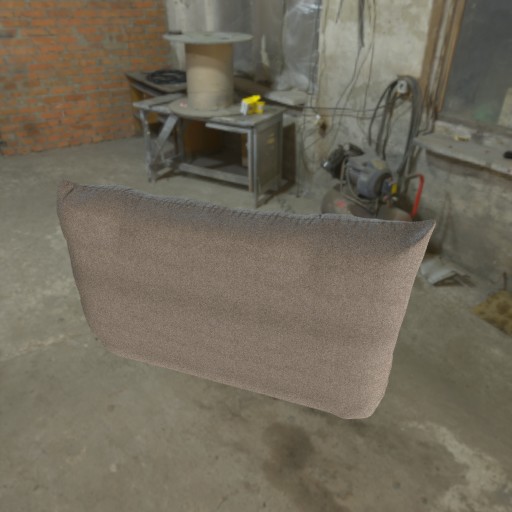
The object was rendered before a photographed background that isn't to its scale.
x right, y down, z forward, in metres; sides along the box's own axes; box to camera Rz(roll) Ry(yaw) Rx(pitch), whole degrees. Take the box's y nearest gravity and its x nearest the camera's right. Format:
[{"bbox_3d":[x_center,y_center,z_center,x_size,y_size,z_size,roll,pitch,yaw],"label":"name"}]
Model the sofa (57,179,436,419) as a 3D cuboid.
[{"bbox_3d":[0.000,0.000,1.696,1.144,0.795,0.847,10,32,16],"label":"sofa"}]
